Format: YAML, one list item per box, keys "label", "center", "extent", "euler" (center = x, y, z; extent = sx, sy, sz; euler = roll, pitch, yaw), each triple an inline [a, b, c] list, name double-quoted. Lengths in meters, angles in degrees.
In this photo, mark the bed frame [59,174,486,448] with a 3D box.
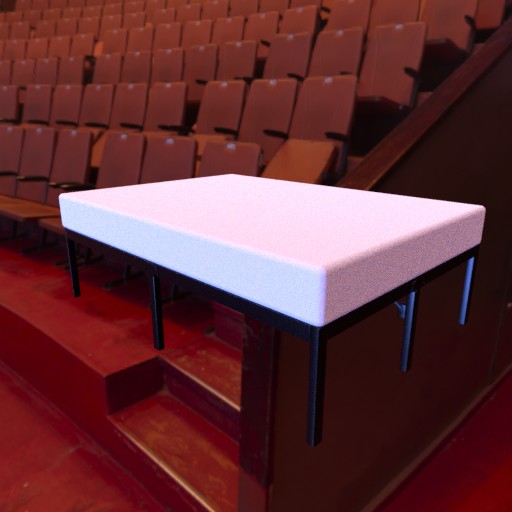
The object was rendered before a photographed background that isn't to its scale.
- label: "bed frame"
  center: [0.000, 0.000, 2.555]
  extent: [1.956, 0.659, 1.408]
  euler: [16, 24, 42]
